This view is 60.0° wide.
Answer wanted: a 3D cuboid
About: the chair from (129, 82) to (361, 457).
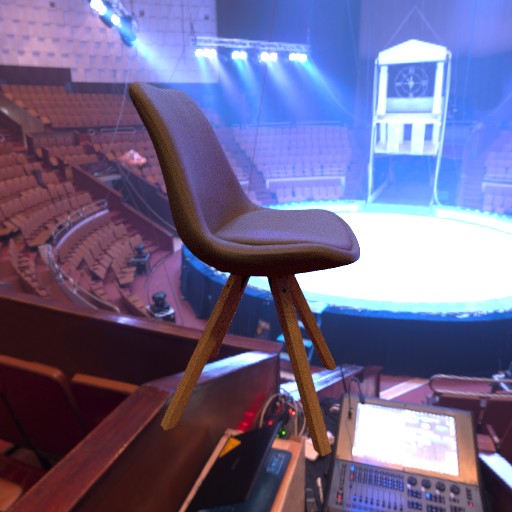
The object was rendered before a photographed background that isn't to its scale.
[{"bbox_3d":[0.000,0.000,1.192,0.547,0.865,0.483,3,17,11],"label":"chair"}]
